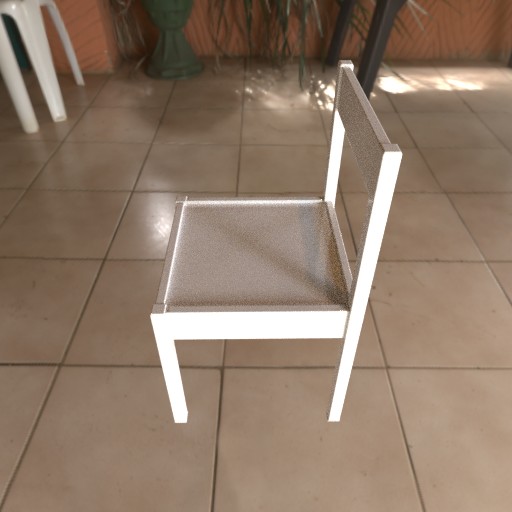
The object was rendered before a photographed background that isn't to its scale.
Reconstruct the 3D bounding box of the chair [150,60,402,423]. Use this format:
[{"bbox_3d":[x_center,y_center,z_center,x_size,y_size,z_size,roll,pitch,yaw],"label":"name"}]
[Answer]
[{"bbox_3d":[0.000,0.000,0.700,0.285,0.505,0.285,0,41,-1],"label":"chair"}]
